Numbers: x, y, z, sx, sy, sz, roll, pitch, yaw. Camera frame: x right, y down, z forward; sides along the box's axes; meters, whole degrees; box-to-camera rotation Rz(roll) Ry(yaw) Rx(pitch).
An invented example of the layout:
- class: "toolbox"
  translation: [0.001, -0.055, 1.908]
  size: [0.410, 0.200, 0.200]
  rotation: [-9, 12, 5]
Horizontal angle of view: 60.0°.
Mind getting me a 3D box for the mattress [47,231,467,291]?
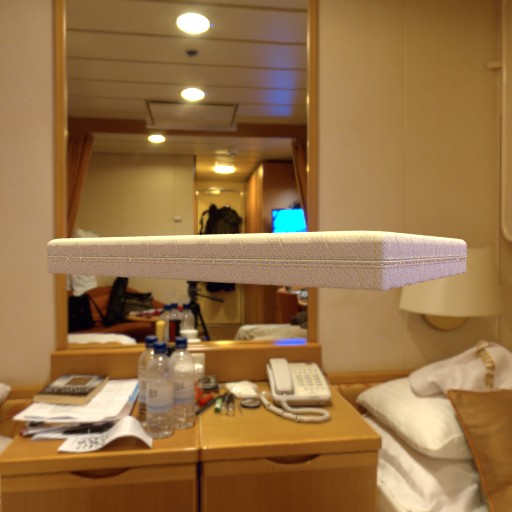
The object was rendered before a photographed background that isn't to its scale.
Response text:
- class: "mattress"
  translation: [0.000, 0.000, 2.560]
  size: [2.000, 0.200, 1.400]
  rotation: [1, 1, 35]
